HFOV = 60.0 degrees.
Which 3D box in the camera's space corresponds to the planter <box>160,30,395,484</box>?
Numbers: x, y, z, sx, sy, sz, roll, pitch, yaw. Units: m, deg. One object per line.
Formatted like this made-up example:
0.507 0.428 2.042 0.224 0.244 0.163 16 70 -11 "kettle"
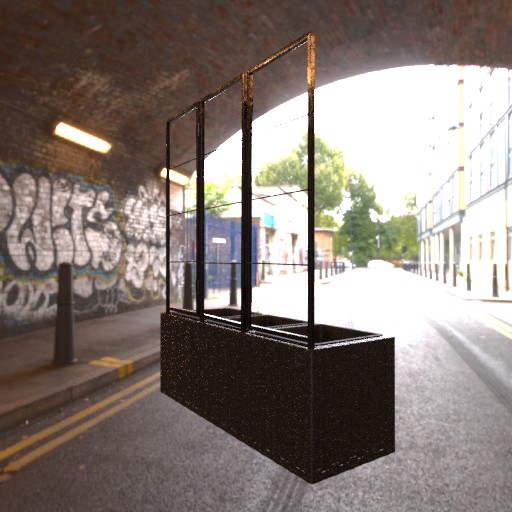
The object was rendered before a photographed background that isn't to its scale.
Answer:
0.000 0.000 1.163 0.244 0.841 0.698 0 0 -35 "planter"
